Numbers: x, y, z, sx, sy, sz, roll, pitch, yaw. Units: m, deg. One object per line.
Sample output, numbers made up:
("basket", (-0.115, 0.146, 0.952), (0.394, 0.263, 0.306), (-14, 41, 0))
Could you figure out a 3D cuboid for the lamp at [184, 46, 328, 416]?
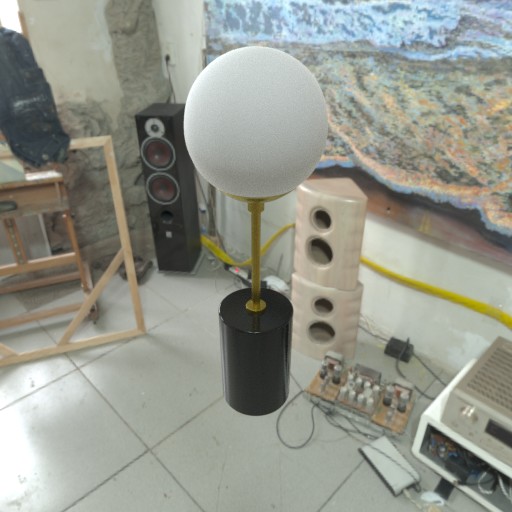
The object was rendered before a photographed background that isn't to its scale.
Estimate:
("lamp", (0.000, 0.000, 0.559), (0.153, 0.480, 0.153), (0, 31, 0))
